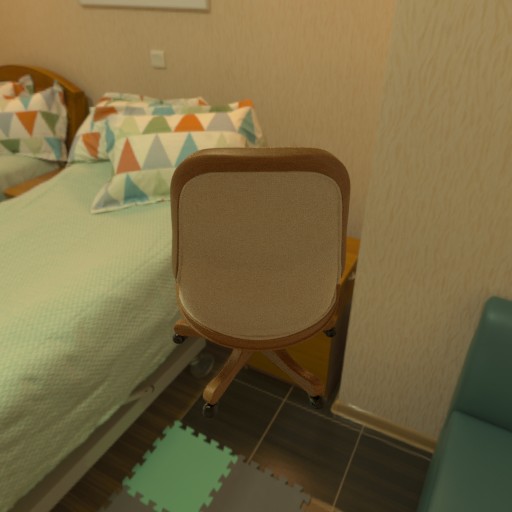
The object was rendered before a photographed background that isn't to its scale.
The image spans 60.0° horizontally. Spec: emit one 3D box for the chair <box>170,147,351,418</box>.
[{"bbox_3d":[0.000,0.000,1.524,0.702,1.009,0.811,-1,32,-1],"label":"chair"}]
